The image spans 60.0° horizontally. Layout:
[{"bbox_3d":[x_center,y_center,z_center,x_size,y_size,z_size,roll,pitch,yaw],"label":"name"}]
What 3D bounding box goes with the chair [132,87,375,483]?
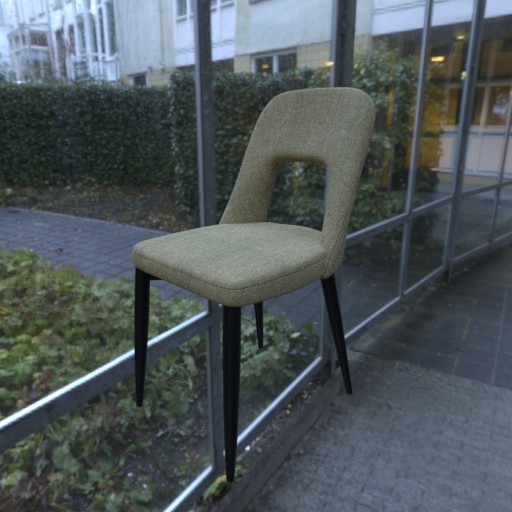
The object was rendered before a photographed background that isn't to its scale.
[{"bbox_3d":[0.000,0.000,1.277,0.612,0.931,0.470,-16,24,-42],"label":"chair"}]
